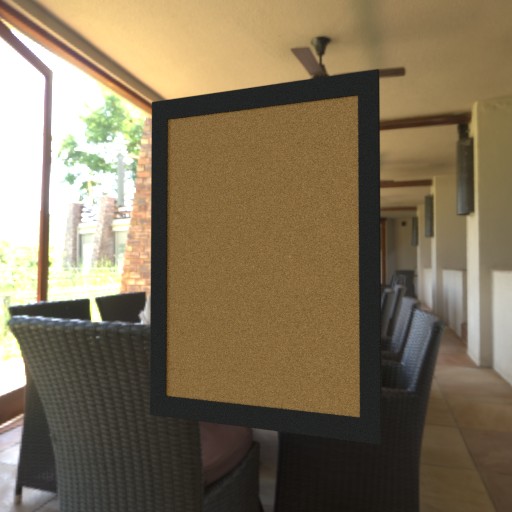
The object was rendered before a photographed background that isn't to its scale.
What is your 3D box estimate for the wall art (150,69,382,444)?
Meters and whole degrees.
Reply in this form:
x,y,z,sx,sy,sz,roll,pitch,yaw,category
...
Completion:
x,y,z,sx,sy,sz,roll,pitch,yaw,category
0.000,0.000,0.690,0.374,0.529,0.012,-1,-2,19,wall art
